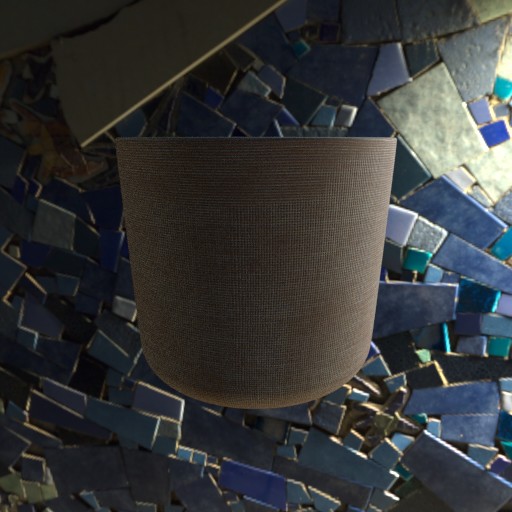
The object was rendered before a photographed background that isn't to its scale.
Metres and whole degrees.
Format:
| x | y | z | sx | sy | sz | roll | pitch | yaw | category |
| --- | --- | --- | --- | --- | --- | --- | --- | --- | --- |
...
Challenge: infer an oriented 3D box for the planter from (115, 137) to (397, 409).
| x | y | z | sx | sy | sz | roll | pitch | yaw | category |
| --- | --- | --- | --- | --- | --- | --- | --- | --- | --- |
| 0.000 | 0.000 | 0.774 | 0.440 | 0.398 | 0.440 | 0 | 15 | 0 | planter |
